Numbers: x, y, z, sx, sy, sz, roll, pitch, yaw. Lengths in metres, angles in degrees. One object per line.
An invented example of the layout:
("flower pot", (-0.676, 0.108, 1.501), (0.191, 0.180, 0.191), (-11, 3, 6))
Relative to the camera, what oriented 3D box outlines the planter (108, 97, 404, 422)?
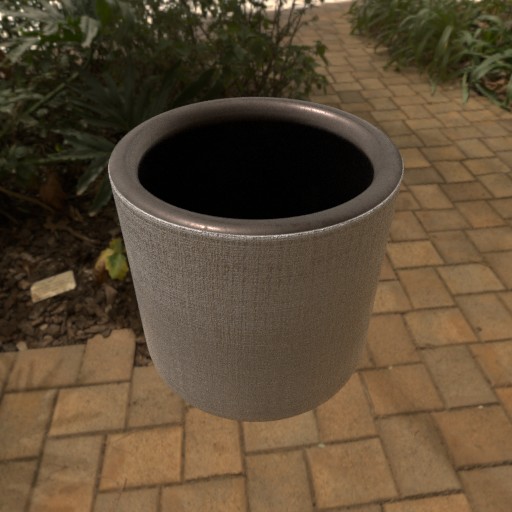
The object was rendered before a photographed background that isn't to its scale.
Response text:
("planter", (0.000, 0.000, 0.291), (0.160, 0.156, 0.160), (0, 40, 0))
